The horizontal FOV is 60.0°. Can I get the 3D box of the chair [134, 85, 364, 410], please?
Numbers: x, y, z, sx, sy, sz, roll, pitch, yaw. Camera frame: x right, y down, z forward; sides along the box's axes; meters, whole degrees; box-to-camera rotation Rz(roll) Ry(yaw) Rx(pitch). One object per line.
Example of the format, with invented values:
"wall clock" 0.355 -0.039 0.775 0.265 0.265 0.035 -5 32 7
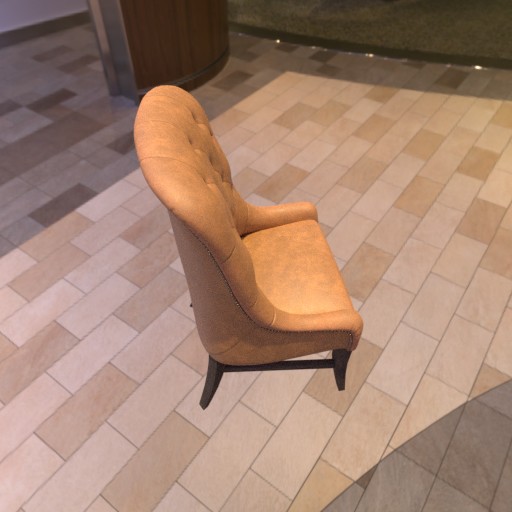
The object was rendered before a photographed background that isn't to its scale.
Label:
"chair" 0.000 0.000 1.538 0.629 1.091 0.634 -8 47 -7
